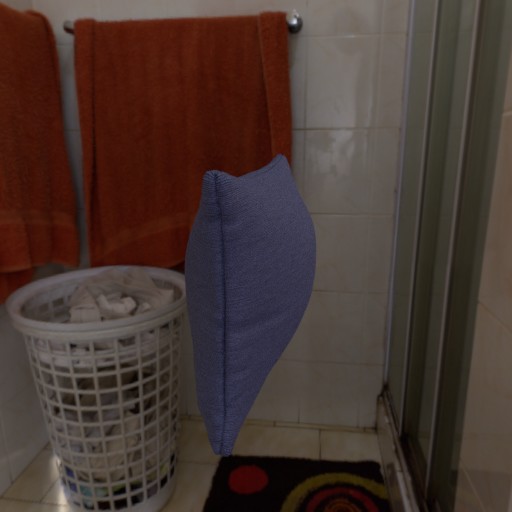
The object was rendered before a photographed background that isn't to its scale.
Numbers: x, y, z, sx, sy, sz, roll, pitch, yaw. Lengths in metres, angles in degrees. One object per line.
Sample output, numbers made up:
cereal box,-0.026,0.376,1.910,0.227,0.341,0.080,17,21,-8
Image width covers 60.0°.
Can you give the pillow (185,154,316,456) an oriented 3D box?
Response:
pillow,0.000,0.000,0.788,0.210,0.338,0.633,2,15,9
